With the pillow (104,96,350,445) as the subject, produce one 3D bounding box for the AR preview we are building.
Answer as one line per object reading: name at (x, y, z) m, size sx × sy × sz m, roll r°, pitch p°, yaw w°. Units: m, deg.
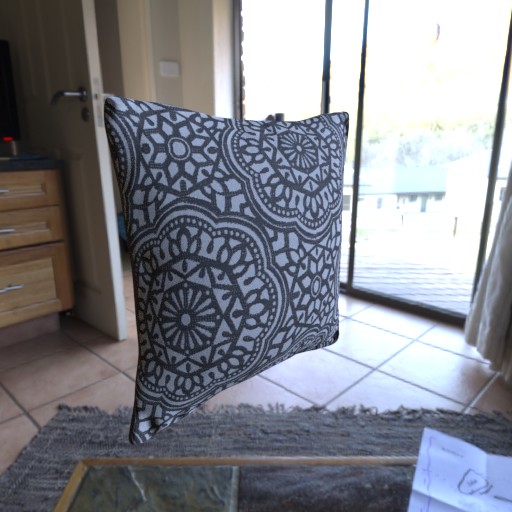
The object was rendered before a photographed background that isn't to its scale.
pillow at (0.000, 0.000, 0.646) m, size 0.436 × 0.417 × 0.148 m, roll -14°, pitch 20°, yaw -42°
